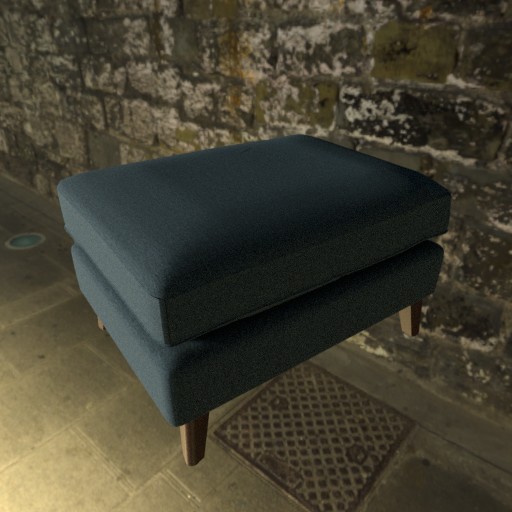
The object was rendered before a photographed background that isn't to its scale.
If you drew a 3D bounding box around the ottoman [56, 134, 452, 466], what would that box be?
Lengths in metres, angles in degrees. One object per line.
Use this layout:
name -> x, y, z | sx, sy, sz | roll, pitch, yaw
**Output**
ottoman -> 0.000, 0.000, 1.211 | 0.835, 0.503, 0.629 | -19, 34, -30
